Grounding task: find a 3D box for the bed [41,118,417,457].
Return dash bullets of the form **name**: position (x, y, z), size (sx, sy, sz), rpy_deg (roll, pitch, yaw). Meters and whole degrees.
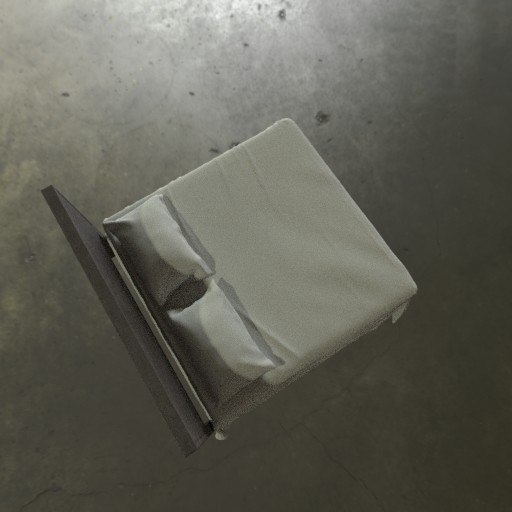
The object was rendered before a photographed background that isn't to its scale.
- **bed**: position (0.000, 0.000, 2.929), size (1.785, 1.142, 1.772), rpy_deg (-31, 76, -9)
